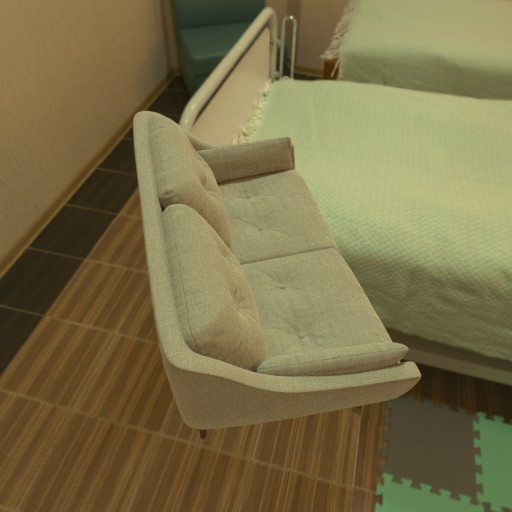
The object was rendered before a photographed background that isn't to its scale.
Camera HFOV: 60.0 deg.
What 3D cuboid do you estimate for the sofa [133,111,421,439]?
[{"bbox_3d":[0.000,0.000,2.173,0.965,0.888,1.652,-10,48,-10],"label":"sofa"}]
